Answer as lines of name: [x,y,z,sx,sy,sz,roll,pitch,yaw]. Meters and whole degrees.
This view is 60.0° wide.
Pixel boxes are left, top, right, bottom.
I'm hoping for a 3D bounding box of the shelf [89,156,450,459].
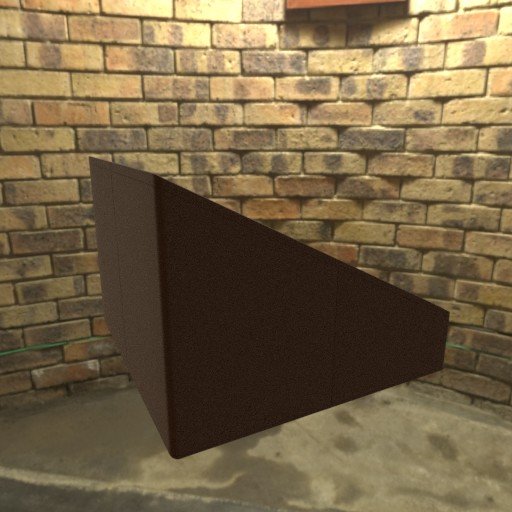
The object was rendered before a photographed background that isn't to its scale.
shelf: [0.000,0.000,0.487,0.292,0.210,0.292,-8,17,-27]
